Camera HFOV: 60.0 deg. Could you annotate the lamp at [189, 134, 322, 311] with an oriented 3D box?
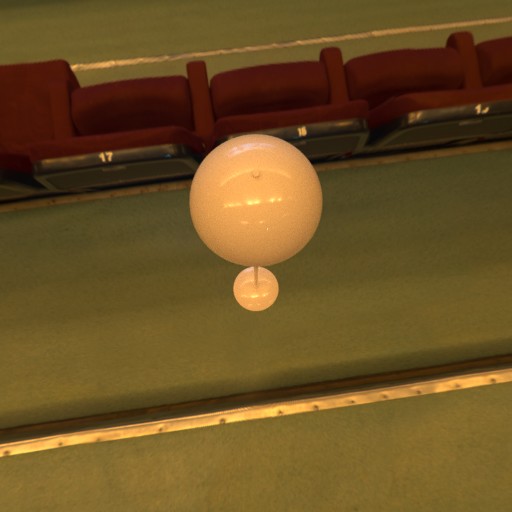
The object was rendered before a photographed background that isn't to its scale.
[{"bbox_3d":[0.000,0.000,1.654,0.328,1.480,0.328,-8,77,-2],"label":"lamp"}]
